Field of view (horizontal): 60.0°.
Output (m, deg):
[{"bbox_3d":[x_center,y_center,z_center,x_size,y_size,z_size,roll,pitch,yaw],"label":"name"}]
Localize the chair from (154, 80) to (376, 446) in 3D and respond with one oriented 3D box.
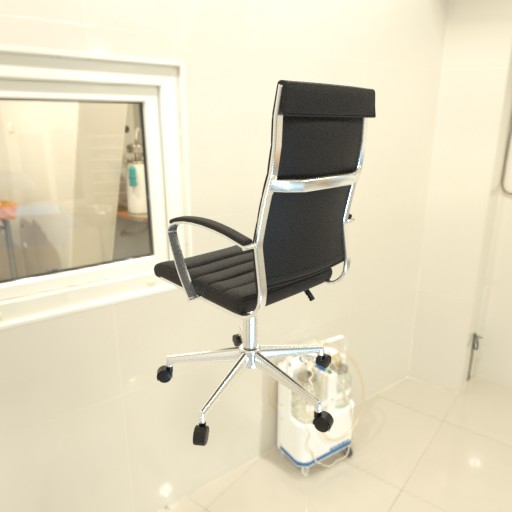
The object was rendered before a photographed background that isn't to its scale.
[{"bbox_3d":[0.000,0.000,1.638,0.766,1.149,0.739,-16,23,-43],"label":"chair"}]
